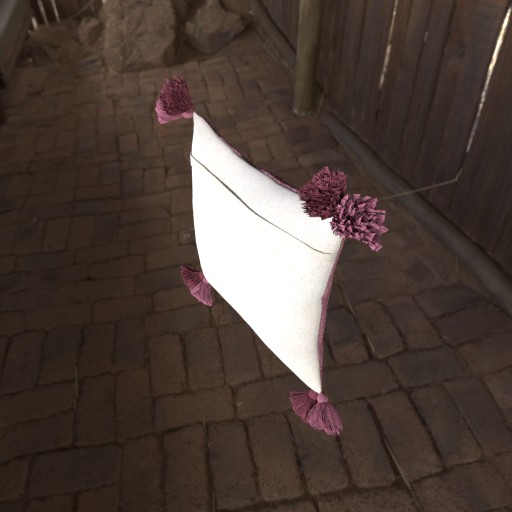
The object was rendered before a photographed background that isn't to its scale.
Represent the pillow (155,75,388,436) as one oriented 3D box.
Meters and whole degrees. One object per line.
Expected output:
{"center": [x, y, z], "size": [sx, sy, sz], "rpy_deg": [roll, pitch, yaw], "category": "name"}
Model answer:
{"center": [0.000, 0.000, 0.965], "size": [0.138, 0.659, 0.641], "rpy_deg": [-25, 47, -26], "category": "pillow"}
